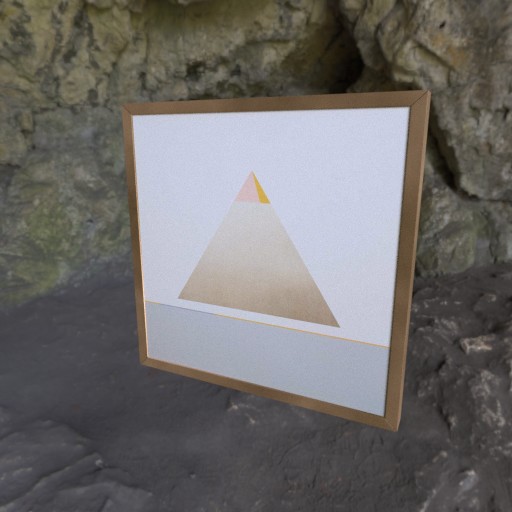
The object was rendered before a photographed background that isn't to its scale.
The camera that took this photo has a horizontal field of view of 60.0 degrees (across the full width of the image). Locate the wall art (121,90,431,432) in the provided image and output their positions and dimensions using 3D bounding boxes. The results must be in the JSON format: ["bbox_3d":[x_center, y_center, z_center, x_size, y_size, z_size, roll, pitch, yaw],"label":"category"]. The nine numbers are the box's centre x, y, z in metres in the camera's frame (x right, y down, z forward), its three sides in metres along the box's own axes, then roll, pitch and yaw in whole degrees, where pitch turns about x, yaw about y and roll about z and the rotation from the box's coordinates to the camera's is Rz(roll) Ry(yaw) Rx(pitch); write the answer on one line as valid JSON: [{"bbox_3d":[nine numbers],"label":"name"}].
[{"bbox_3d":[0.000,0.000,0.762,0.513,0.511,0.038,7,16,25],"label":"wall art"}]
